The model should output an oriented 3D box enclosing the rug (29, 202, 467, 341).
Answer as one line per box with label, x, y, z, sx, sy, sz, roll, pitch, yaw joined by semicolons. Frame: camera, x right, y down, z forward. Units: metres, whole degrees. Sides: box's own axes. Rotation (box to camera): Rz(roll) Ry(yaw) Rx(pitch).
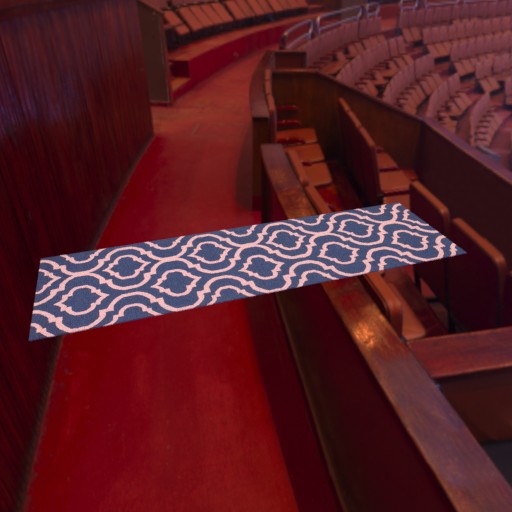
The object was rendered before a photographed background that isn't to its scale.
rug;0.000;0.000;2.495;2.296;0.006;0.685;-10;34;-15
